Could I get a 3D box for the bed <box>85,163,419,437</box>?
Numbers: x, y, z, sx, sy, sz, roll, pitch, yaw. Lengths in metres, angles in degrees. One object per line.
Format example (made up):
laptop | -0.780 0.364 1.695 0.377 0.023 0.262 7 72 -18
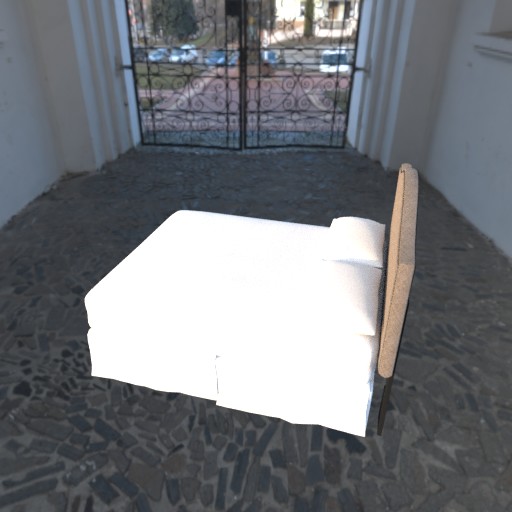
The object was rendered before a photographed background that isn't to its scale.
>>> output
bed | 0.000 0.000 3.413 2.153 1.518 1.713 8 31 14
